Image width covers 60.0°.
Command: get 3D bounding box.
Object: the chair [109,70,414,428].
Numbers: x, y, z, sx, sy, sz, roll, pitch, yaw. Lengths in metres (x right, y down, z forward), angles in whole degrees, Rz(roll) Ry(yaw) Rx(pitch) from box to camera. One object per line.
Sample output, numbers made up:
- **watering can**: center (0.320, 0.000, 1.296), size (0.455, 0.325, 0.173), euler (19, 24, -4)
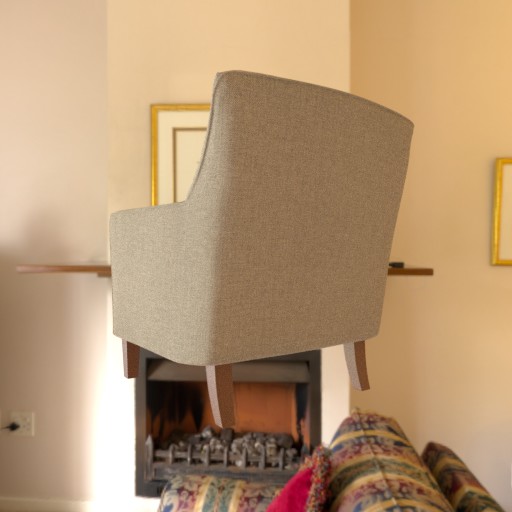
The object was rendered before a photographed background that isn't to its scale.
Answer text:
- **chair**: center (0.000, 0.000, 1.786), size (0.887, 1.047, 0.993), euler (0, 1, -35)
